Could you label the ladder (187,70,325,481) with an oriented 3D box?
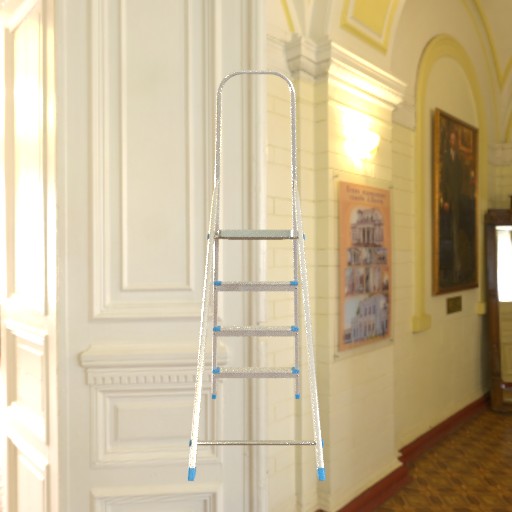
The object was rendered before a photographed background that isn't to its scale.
[{"bbox_3d":[0.000,0.000,1.834,0.445,1.434,0.842,0,0,0],"label":"ladder"}]
